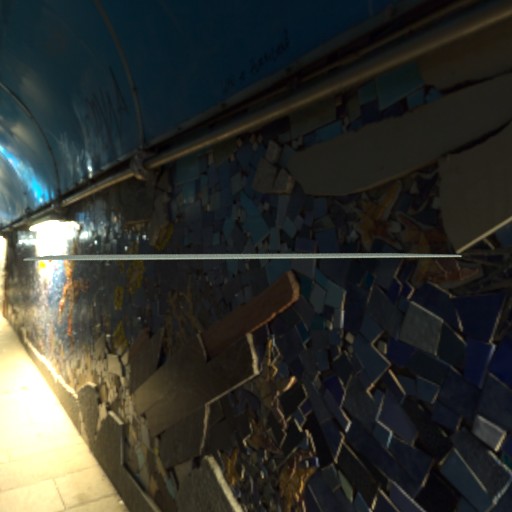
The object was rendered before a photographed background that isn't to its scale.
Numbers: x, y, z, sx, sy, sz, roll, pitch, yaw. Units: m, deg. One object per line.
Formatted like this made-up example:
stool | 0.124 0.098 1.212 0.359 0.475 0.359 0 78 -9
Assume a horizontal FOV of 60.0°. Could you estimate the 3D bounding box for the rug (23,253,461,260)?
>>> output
rug | 0.000 0.000 2.443 2.196 0.011 0.662 0 1 -18
